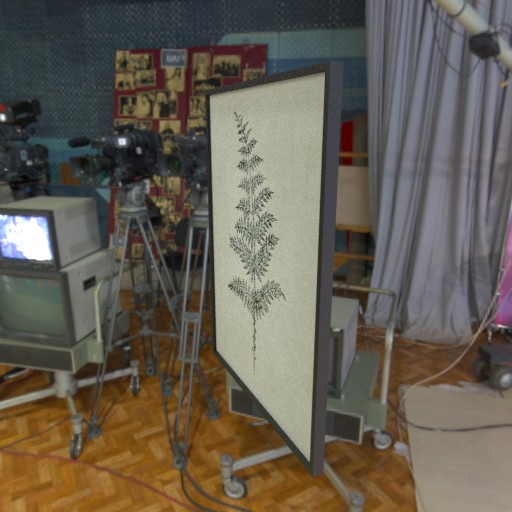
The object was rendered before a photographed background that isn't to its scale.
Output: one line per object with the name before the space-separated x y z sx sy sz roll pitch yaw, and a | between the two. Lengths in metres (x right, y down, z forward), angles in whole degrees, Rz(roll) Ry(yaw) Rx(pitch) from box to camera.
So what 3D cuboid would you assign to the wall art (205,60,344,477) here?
wall art | 0.000 0.000 1.441 0.036 1.070 0.802 -7 17 -25
